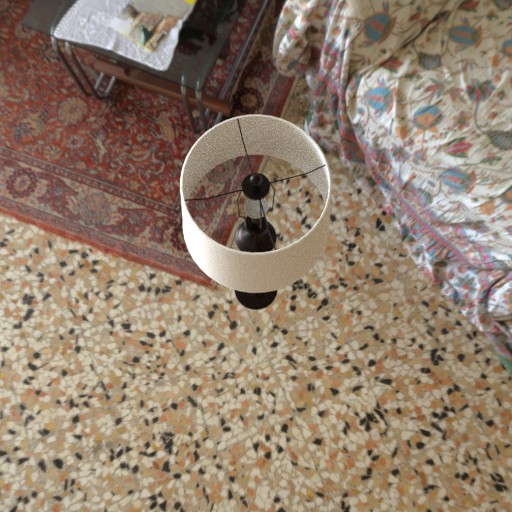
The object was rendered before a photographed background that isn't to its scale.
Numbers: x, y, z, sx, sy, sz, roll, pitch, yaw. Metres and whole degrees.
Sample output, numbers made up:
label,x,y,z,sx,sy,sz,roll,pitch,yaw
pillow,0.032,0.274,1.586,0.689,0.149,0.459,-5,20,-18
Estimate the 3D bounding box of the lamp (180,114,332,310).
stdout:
label,x,y,z,sx,sy,sz,roll,pitch,yaw
lamp,0.000,0.000,1.727,0.431,1.484,0.431,0,76,0
